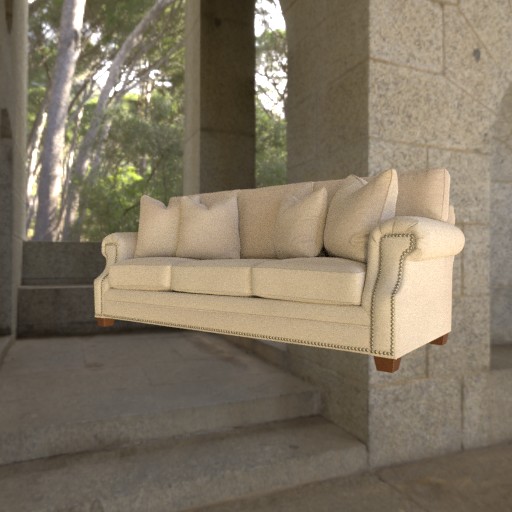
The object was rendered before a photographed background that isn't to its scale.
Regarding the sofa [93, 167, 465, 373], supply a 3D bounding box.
[{"bbox_3d":[0.000,0.000,2.816,2.312,0.975,0.965,0,0,37],"label":"sofa"}]
